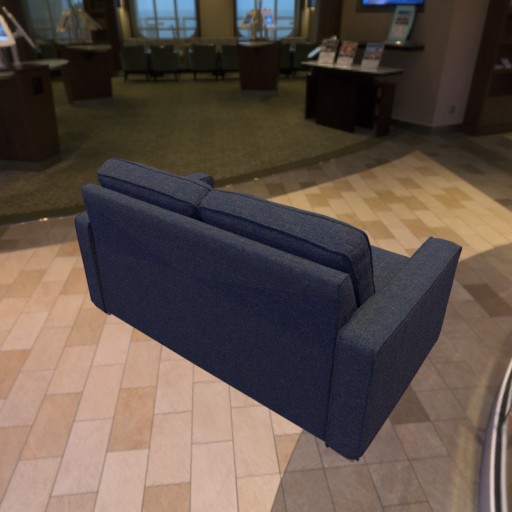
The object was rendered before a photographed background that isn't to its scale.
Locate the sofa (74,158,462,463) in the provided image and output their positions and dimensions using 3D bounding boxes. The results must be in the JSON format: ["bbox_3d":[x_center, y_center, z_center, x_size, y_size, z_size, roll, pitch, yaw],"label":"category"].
[{"bbox_3d":[0.000,0.000,2.226,1.709,0.918,0.947,21,35,32],"label":"sofa"}]
